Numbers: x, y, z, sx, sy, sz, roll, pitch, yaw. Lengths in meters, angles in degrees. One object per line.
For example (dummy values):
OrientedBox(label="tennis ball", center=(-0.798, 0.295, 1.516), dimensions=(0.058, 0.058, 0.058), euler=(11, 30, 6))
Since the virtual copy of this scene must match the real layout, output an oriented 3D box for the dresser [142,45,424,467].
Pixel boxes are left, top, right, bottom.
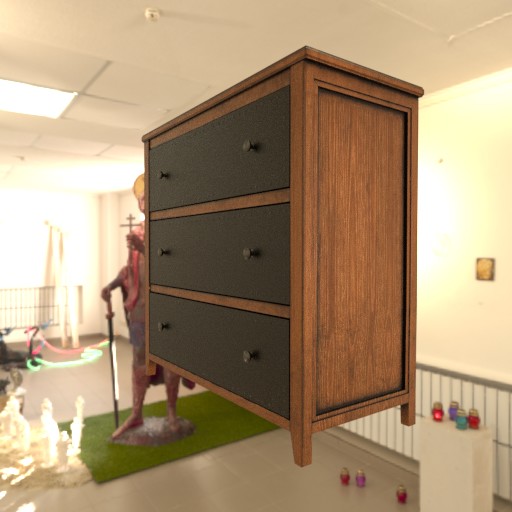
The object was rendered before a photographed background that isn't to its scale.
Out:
OrientedBox(label="dresser", center=(0.000, 0.000, 1.936), dimensions=(0.591, 1.224, 1.250), euler=(-1, 1, -36))
